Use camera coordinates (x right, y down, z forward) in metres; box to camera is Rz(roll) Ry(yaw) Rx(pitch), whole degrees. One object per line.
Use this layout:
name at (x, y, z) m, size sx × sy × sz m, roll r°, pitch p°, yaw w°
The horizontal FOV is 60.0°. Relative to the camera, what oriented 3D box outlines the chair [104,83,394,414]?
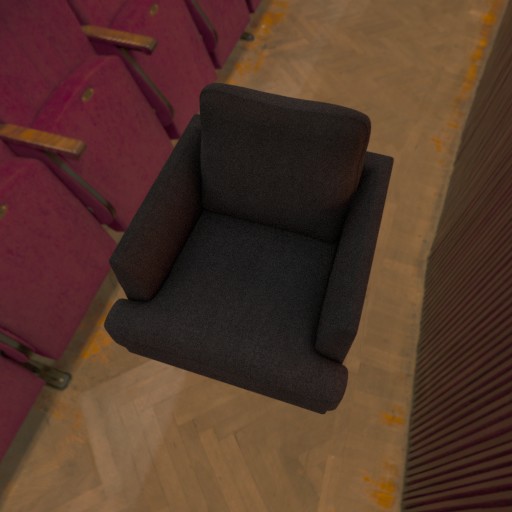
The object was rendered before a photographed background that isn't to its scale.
chair at (0.000, 0.000, 1.683) m, size 0.858 × 0.957 × 0.899 m, roll 15°, pitch 59°, yaw 9°
